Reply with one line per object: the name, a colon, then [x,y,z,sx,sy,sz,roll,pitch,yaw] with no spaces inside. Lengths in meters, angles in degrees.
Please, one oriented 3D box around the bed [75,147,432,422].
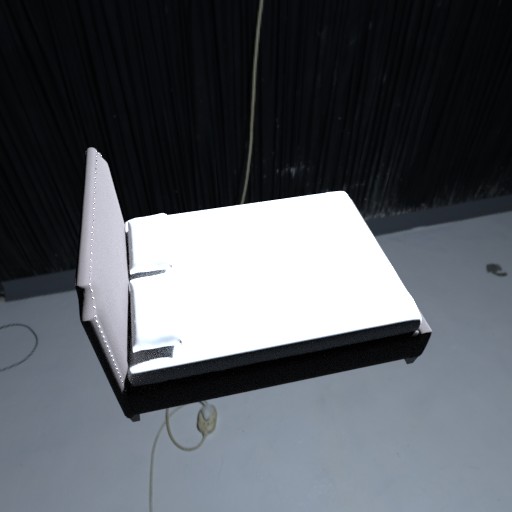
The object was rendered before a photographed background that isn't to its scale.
bed: [0.000,0.000,3.549,2.372,1.443,1.713,-9,46,-9]
